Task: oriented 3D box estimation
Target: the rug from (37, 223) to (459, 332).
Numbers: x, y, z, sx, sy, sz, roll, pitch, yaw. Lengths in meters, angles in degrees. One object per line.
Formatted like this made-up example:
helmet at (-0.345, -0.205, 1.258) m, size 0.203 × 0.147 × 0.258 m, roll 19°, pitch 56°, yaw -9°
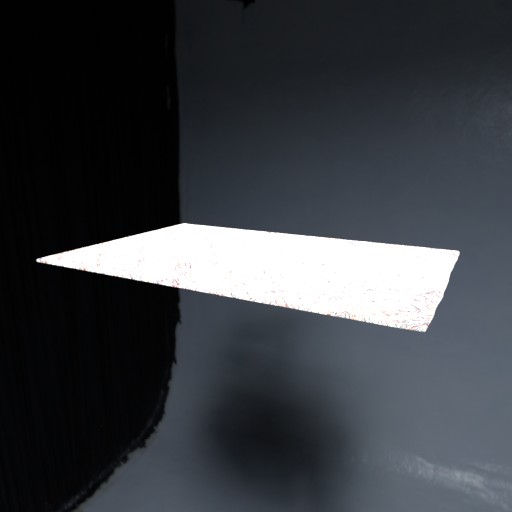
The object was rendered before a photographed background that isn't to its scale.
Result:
rug at (0.000, 0.000, 2.186) m, size 1.761 × 0.014 × 1.143 m, roll 7°, pitch 16°, yaw 27°
